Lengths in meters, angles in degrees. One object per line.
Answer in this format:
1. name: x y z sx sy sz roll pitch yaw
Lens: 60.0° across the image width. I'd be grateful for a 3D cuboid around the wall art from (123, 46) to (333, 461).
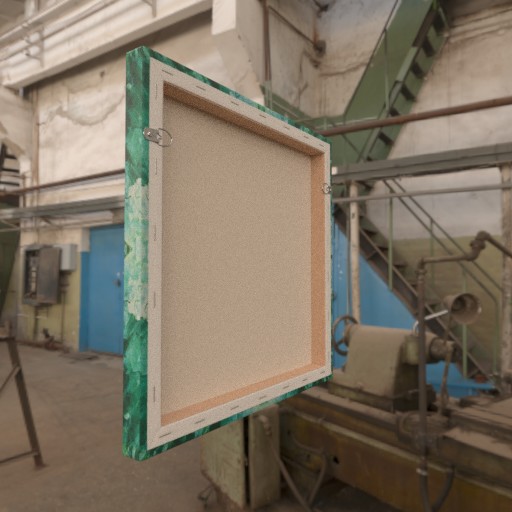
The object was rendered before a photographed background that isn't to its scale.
1. wall art: 0.000 0.000 0.748 0.038 0.508 0.507 -1 -2 36
